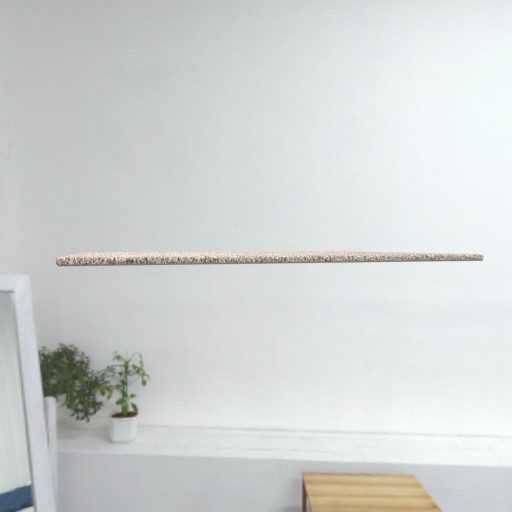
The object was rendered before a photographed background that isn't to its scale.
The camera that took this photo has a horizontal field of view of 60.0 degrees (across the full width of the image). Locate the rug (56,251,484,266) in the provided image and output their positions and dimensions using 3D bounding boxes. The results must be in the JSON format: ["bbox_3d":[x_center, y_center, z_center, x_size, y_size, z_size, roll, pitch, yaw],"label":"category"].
[{"bbox_3d":[0.000,0.000,2.303,1.778,0.030,1.219,0,1,-18],"label":"rug"}]
